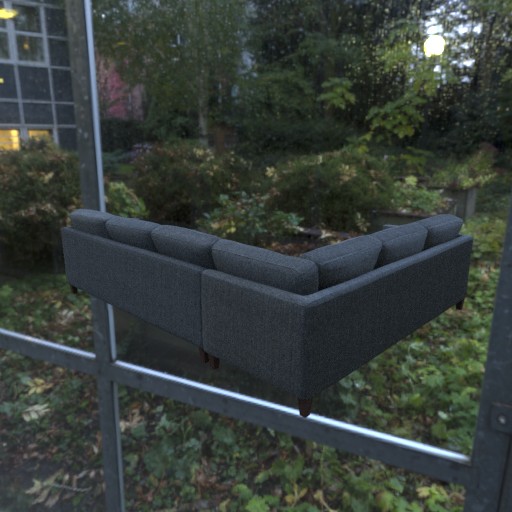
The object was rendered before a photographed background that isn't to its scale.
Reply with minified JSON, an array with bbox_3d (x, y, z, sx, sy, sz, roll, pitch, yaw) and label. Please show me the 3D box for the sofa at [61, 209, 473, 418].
[{"bbox_3d":[0.000,0.000,4.455,3.302,0.947,2.593,14,20,43],"label":"sofa"}]
